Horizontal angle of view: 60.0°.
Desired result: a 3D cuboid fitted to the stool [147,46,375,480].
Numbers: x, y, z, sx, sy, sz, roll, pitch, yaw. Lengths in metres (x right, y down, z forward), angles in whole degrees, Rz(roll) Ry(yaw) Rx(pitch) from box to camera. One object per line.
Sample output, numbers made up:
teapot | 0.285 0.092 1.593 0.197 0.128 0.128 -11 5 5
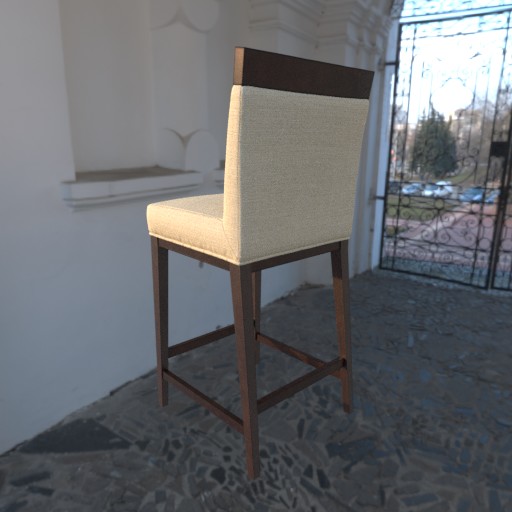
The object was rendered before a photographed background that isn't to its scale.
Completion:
stool | 0.000 0.000 1.424 0.511 1.117 0.531 -13 19 -41
